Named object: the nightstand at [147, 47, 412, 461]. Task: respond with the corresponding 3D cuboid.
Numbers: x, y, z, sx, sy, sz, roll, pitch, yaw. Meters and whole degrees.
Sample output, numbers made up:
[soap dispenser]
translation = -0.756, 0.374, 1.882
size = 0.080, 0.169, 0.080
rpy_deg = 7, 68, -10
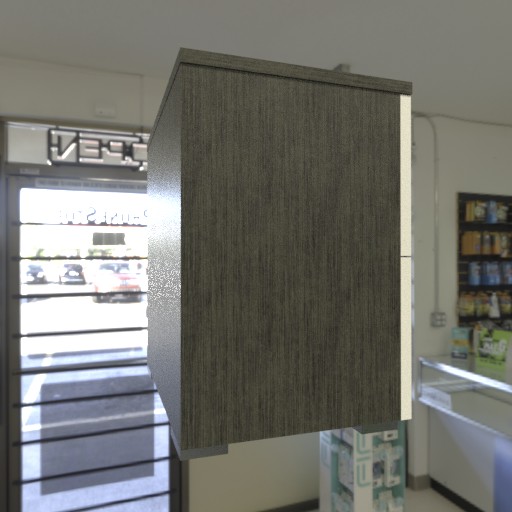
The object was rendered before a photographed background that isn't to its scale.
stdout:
[nightstand]
translation = 0.000, 0.000, 0.752
size = 0.325, 0.460, 0.441
rpy_deg = 0, 0, -19
